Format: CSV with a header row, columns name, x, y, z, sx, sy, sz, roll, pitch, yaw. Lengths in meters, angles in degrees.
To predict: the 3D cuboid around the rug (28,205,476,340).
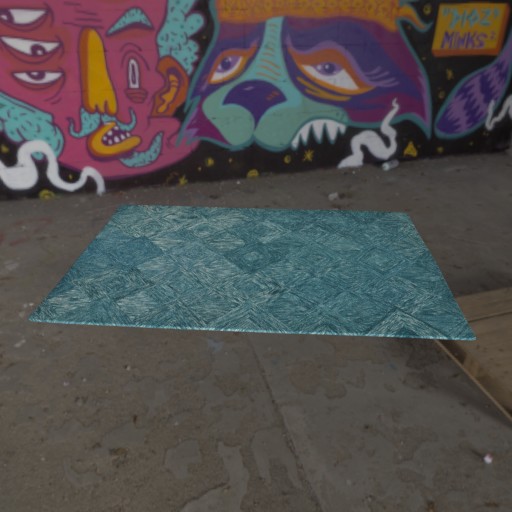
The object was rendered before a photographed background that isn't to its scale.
name,x,y,z,sx,sy,sz,roll,pitch,yaw
rug,0.000,0.000,2.176,1.728,0.017,1.136,2,30,3
